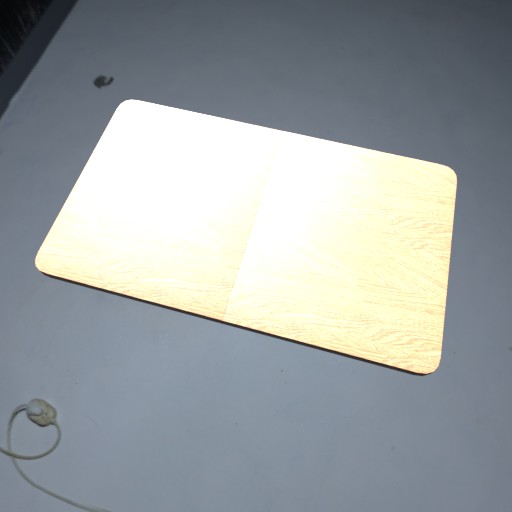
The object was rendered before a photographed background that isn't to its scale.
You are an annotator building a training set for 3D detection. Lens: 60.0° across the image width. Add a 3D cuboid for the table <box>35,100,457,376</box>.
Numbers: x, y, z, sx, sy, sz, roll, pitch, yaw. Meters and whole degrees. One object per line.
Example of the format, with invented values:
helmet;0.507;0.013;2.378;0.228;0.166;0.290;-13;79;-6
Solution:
table;0.000;0.000;2.204;1.600;0.770;0.950;14;65;7
